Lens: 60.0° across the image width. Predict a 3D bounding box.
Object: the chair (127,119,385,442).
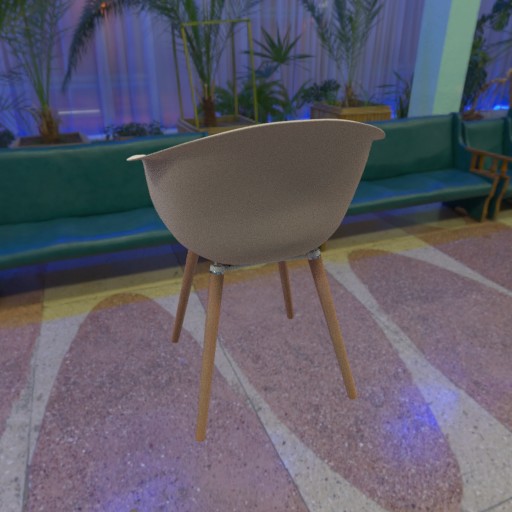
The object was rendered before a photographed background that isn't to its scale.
[{"bbox_3d":[0.000,0.000,1.174,0.593,0.781,0.504,-9,28,-17],"label":"chair"}]
